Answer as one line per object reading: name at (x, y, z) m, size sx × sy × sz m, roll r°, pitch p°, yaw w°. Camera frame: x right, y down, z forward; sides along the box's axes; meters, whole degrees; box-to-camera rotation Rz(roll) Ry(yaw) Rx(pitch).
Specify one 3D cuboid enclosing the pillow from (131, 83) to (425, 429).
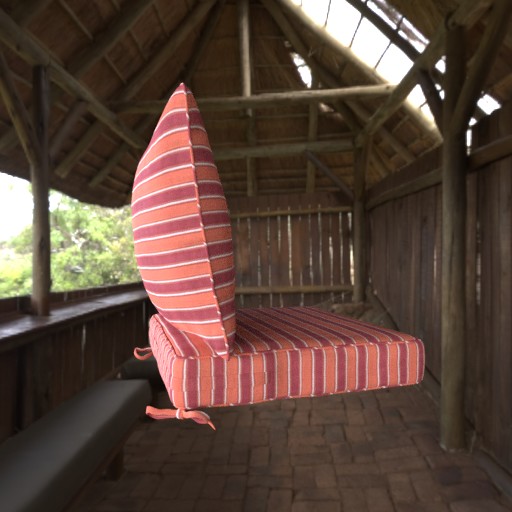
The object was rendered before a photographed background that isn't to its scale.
pillow at (0.000, 0.000, 1.358) m, size 0.733 × 0.723 × 0.799 m, roll 0°, pitch 1°, yaw -18°
